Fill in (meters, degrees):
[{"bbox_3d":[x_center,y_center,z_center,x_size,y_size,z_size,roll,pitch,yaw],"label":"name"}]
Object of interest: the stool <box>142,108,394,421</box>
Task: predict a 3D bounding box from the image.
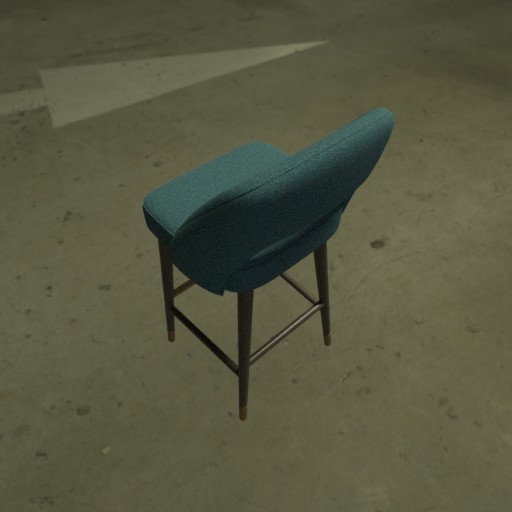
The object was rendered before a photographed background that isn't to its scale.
[{"bbox_3d":[0.000,0.000,1.330,0.536,1.032,0.522,-34,55,-27],"label":"stool"}]
